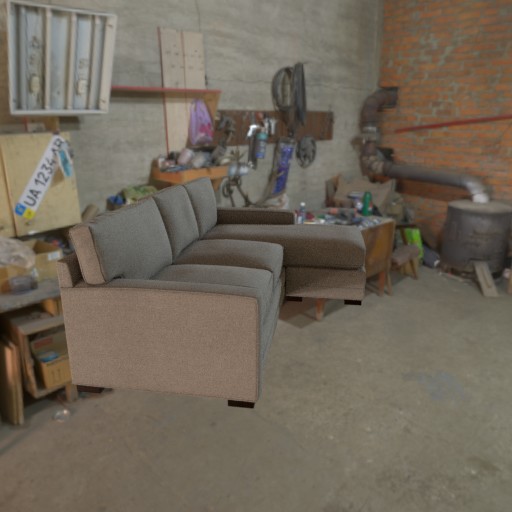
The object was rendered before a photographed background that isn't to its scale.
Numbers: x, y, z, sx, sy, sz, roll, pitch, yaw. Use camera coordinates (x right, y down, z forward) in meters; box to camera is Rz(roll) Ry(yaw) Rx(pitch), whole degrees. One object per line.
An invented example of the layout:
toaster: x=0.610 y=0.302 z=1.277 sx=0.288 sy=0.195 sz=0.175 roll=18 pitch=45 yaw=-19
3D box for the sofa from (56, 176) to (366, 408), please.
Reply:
sofa: x=0.000 y=0.000 z=2.926 sx=1.496 sy=0.861 sz=2.087 roll=3 pitch=17 yaw=9
